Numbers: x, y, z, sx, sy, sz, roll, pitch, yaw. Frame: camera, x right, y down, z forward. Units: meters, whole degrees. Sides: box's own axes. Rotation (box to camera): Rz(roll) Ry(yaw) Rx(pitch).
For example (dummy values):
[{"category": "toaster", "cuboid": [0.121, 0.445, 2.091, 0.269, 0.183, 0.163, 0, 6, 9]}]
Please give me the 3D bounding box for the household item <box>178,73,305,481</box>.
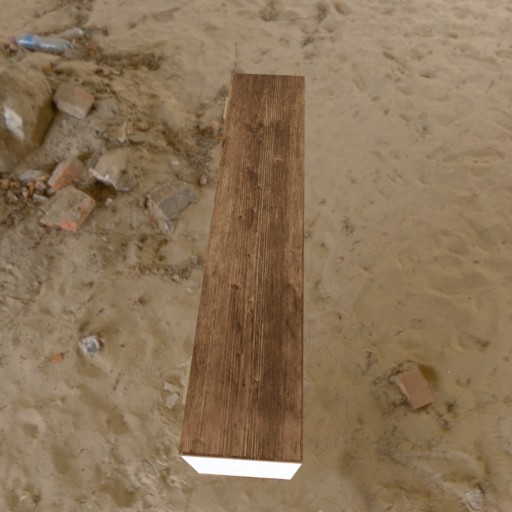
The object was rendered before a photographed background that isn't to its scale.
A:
[{"category": "household item", "cuboid": [0.000, 0.000, 2.057, 0.390, 0.615, 1.800, 3, 59, 2]}]
